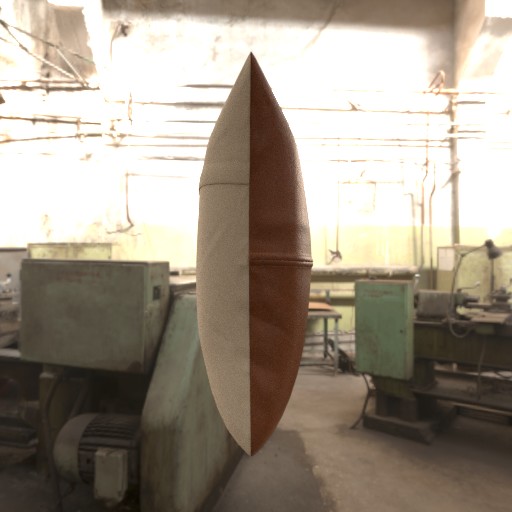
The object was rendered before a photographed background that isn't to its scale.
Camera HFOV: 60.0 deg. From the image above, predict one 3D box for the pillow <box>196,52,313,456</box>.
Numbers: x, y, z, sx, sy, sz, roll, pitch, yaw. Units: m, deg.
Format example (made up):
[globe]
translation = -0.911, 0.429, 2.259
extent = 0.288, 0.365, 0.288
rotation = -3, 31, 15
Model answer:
[pillow]
translation = 0.000, 0.000, 0.763
extent = 0.192, 0.477, 0.501
rotation = 0, 0, 0
